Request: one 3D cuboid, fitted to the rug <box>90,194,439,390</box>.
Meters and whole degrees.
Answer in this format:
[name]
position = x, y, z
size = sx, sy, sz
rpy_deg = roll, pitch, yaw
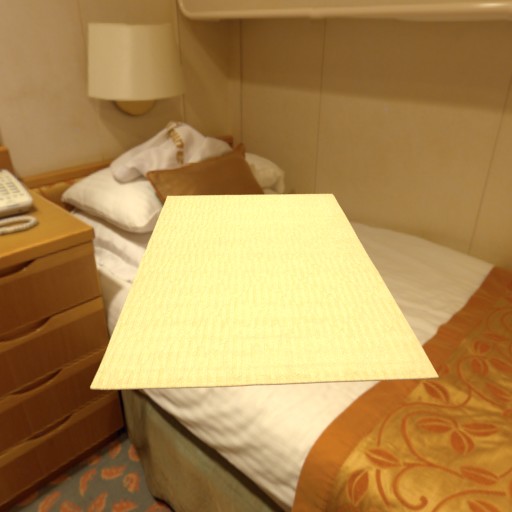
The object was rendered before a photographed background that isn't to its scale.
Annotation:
[rug]
position = 0.000, 0.000, 3.002
size = 1.531, 0.014, 2.441
rpy_deg = -1, 27, -2
